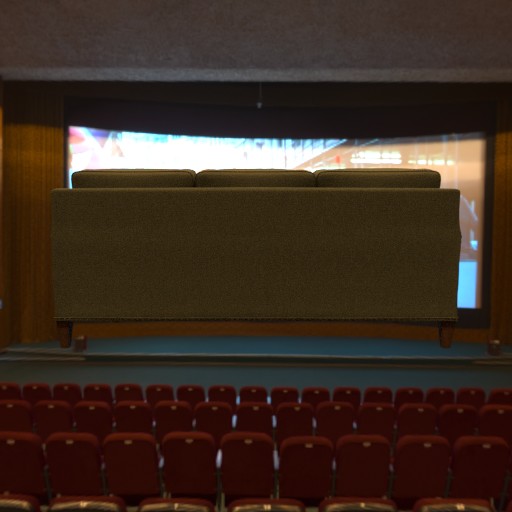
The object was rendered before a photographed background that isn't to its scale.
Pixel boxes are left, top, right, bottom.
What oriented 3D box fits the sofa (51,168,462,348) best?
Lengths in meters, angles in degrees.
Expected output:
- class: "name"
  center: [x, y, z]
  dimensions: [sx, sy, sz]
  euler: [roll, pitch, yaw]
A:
- class: "sofa"
  center: [0.000, 0.000, 2.857]
  dimensions: [2.246, 1.003, 1.084]
  euler: [0, 1, 0]
